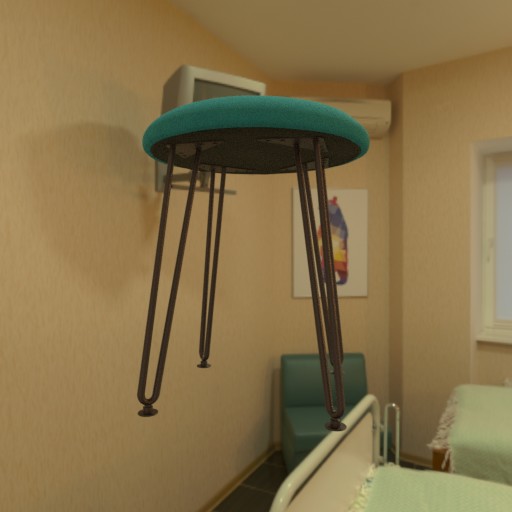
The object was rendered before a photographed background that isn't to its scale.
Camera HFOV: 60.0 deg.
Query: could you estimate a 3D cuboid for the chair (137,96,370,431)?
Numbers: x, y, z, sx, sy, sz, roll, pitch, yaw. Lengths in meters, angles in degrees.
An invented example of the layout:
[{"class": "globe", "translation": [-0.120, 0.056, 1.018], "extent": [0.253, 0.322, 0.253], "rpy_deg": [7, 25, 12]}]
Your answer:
[{"class": "chair", "translation": [0.000, 0.000, 0.706], "extent": [0.350, 0.430, 0.350], "rpy_deg": [0, 1, -1]}]
